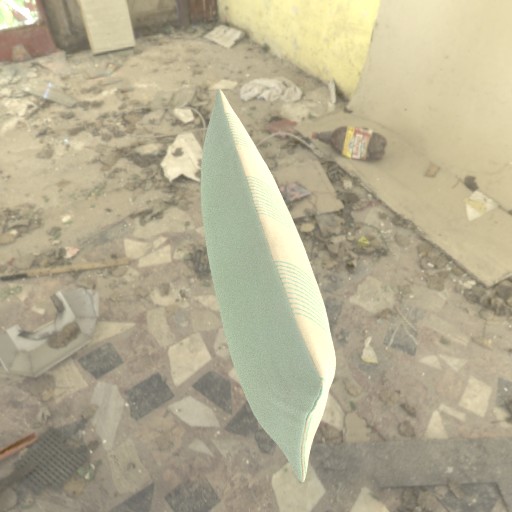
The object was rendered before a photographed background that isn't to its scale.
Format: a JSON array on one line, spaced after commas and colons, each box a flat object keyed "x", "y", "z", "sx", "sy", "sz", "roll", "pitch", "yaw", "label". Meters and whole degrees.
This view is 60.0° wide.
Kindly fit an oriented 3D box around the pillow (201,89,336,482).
[{"x": 0.000, "y": 0.000, "z": 0.715, "sx": 0.151, "sy": 0.287, "sz": 0.610, "roll": -9, "pitch": 47, "yaw": -8, "label": "pillow"}]
